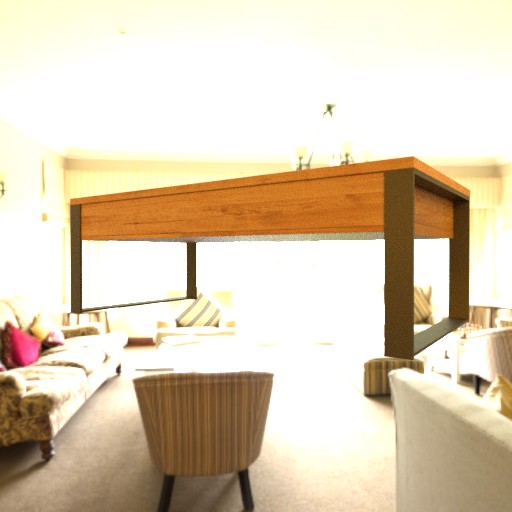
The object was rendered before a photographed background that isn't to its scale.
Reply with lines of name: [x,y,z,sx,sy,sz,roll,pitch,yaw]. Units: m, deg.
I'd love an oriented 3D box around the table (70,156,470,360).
table: [0.000,0.000,1.450,1.180,0.400,0.590,0,1,36]
